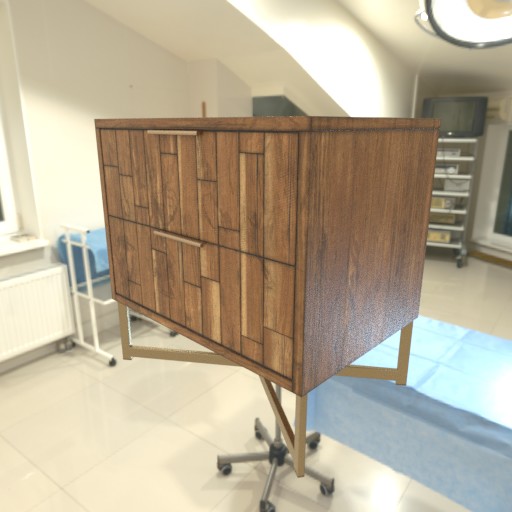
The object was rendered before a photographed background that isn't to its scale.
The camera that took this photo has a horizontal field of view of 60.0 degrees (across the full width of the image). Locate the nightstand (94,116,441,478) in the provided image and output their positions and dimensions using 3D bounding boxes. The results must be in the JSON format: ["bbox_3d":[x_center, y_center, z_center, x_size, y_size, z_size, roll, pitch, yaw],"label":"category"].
[{"bbox_3d":[0.000,0.000,1.030,0.610,0.610,0.446,15,23,42],"label":"nightstand"}]
